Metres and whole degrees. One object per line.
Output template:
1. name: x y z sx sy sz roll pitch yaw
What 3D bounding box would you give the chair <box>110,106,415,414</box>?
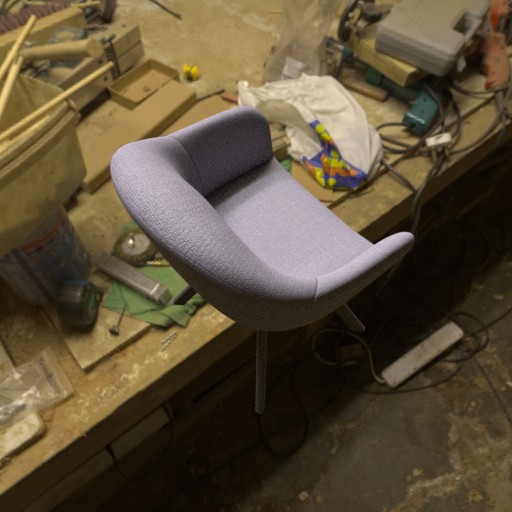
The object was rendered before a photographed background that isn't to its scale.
1. chair: 0.000 0.000 1.171 0.550 0.795 0.590 -33 62 -20
